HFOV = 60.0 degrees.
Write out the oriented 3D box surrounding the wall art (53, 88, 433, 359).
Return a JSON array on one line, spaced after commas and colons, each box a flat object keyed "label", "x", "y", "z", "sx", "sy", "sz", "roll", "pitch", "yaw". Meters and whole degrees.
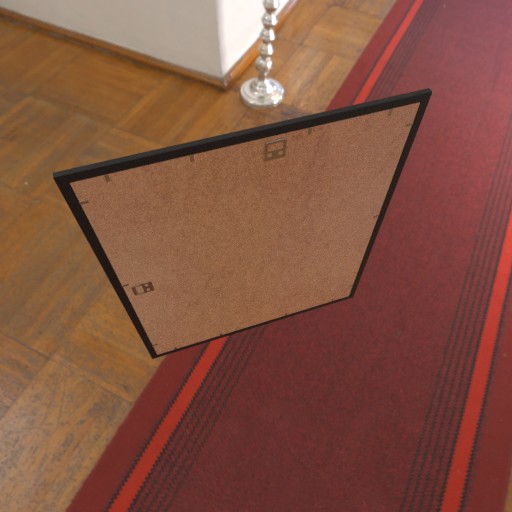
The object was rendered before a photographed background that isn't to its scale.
[{"label": "wall art", "x": 0.000, "y": 0.000, "z": 0.901, "sx": 0.559, "sy": 0.660, "sz": 0.018, "roll": -16, "pitch": 58, "yaw": -10}]
